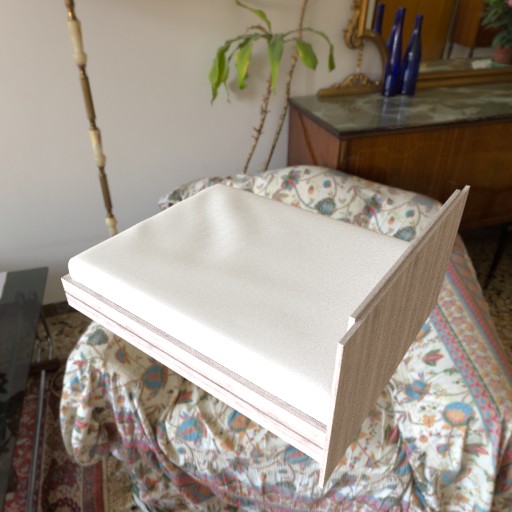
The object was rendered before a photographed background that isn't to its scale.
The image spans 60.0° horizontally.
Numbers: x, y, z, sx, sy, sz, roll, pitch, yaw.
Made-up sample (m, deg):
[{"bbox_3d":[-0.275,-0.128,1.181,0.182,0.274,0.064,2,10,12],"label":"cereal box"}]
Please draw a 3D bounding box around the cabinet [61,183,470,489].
[{"bbox_3d":[0.000,0.000,2.984,2.080,0.970,1.750,22,39,30],"label":"cabinet"}]
